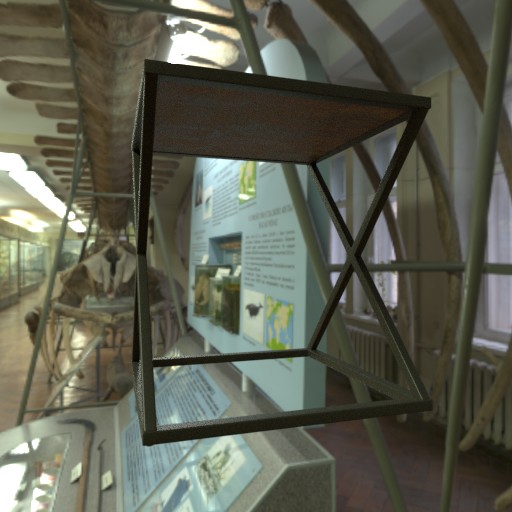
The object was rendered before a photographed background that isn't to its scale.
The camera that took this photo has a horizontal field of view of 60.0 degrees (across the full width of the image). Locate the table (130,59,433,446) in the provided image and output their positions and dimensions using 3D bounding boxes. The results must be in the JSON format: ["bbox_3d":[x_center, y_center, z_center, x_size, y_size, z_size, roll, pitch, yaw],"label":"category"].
[{"bbox_3d":[0.000,0.000,0.951,0.500,0.565,0.500,0,-1,-18],"label":"table"}]
